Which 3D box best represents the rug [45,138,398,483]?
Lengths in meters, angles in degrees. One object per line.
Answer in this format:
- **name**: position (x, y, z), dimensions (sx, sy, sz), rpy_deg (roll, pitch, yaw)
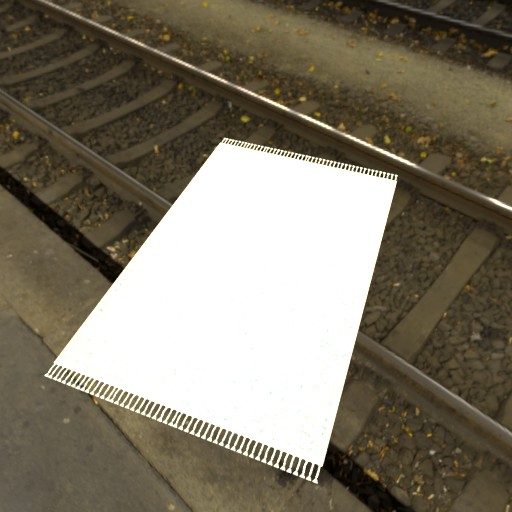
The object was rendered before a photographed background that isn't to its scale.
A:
- **rug**: position (0.000, 0.000, 2.977), dimensions (1.524, 0.010, 2.438), rpy_deg (16, 50, 14)
